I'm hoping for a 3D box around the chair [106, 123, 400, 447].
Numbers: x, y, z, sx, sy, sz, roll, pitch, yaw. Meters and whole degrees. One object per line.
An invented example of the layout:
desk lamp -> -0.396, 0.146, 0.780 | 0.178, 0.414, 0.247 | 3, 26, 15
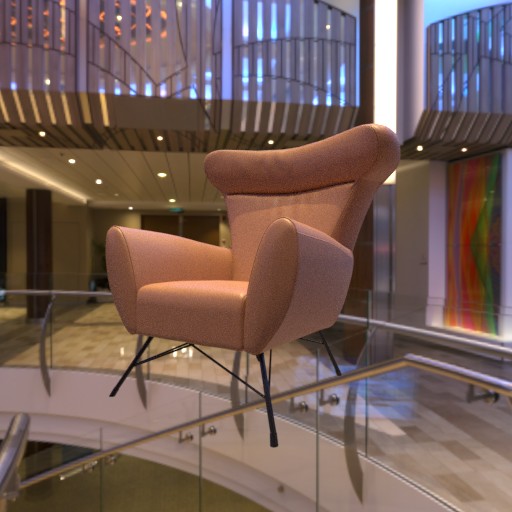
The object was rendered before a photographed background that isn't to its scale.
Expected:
chair -> 0.000, 0.000, 1.809 | 0.980, 1.050, 0.900 | 0, 1, 36
